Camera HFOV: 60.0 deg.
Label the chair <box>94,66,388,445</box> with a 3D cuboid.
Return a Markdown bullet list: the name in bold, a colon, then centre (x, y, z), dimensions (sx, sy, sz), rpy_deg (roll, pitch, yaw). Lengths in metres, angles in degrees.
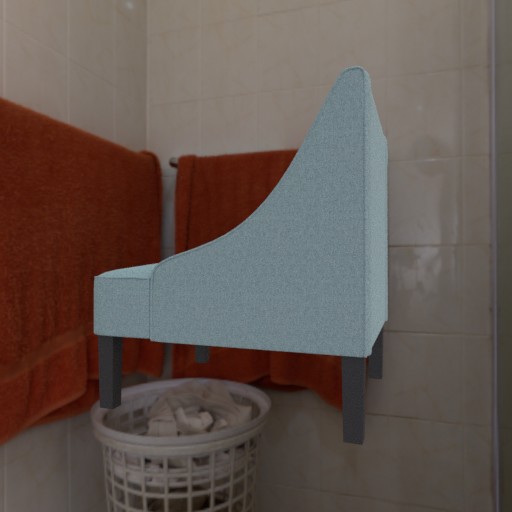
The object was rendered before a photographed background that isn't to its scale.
- **chair**: centre (0.000, 0.000, 1.873), dimensions (1.025, 1.133, 0.857), rpy_deg (0, 0, 20)
